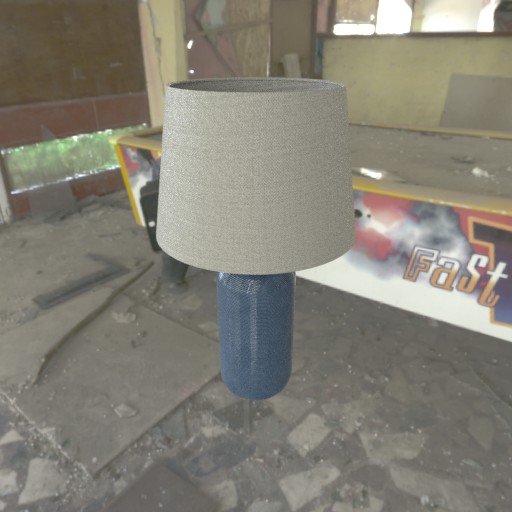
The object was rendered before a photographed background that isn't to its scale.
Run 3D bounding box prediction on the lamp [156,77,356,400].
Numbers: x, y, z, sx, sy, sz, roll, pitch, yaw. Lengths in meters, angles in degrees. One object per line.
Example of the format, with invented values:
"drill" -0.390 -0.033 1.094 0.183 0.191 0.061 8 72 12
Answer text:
"lamp" 0.000 0.000 0.589 0.253 0.428 0.253 0 26 0
